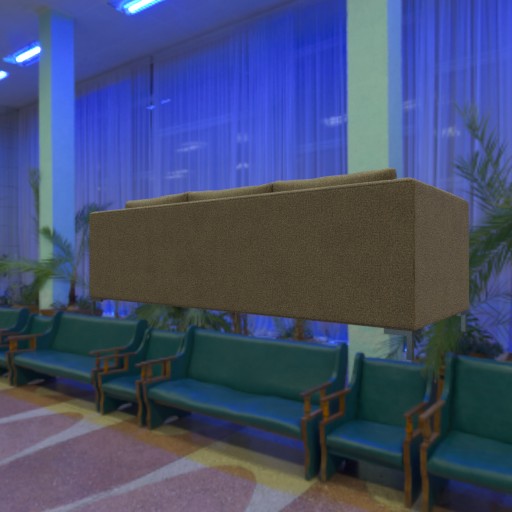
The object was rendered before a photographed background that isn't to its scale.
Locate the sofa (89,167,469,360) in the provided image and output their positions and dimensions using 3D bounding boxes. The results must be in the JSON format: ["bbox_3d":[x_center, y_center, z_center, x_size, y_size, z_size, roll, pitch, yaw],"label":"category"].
[{"bbox_3d":[0.000,0.000,2.941,2.415,0.867,0.969,0,0,38],"label":"sofa"}]
